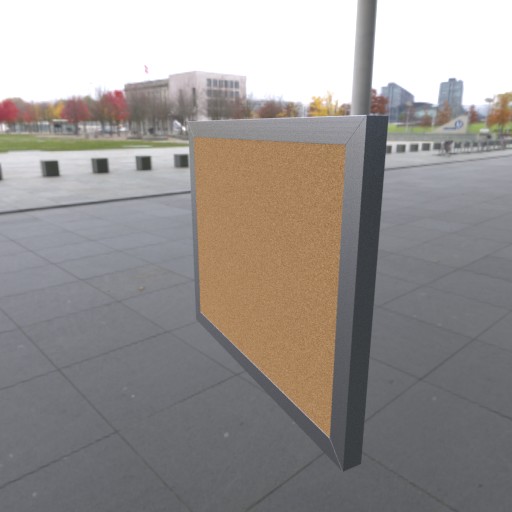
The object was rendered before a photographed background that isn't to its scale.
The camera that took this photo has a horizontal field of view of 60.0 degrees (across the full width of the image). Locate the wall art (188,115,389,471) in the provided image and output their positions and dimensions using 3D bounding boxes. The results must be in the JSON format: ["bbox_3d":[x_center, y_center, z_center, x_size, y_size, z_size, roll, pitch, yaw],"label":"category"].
[{"bbox_3d":[0.000,0.000,0.774,0.032,0.456,0.557,-8,18,-27],"label":"wall art"}]
